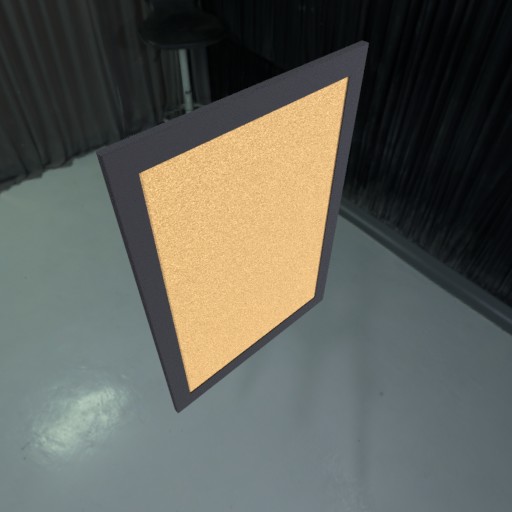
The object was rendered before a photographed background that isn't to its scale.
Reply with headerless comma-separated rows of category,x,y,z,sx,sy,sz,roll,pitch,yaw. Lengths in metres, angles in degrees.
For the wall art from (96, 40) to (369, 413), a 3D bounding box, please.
wall art,0.000,0.000,0.669,0.374,0.529,0.012,-33,55,-27
